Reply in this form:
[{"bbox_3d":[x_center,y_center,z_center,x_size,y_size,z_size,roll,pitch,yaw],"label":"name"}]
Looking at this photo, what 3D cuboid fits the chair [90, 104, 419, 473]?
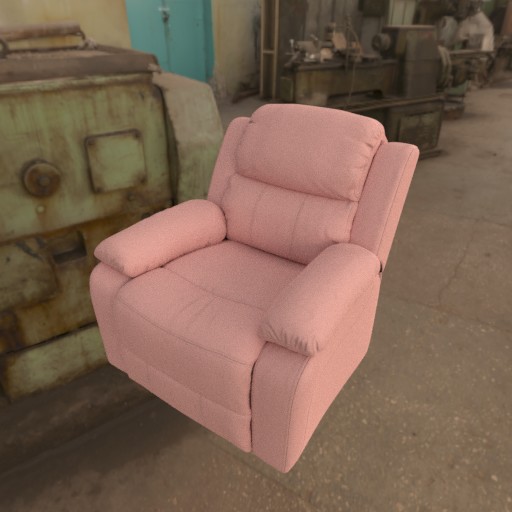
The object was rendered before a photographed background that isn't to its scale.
[{"bbox_3d":[0.000,0.000,1.222,0.680,0.702,0.709,20,35,30],"label":"chair"}]
